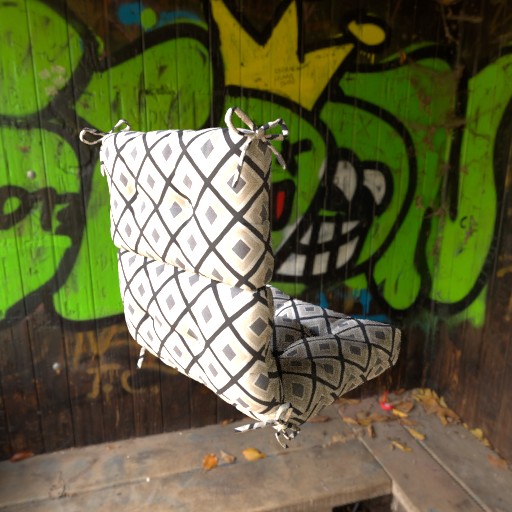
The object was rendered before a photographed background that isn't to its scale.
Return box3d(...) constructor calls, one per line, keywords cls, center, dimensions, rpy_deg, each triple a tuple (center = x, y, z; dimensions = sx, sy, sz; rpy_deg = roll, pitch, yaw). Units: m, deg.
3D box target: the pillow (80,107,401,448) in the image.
box3d(cls="pillow", center=(0.000, 0.000, 1.021), dimensions=(0.571, 0.605, 0.519), rpy_deg=(-14, 20, -43))
